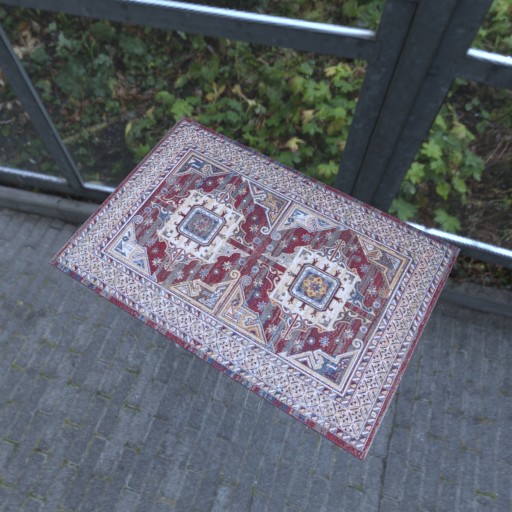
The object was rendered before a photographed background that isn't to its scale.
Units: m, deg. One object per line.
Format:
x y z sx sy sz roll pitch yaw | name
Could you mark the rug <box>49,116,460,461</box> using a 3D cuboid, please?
0.000 0.000 5.906 4.578 0.033 3.033 29 66 14 | rug
